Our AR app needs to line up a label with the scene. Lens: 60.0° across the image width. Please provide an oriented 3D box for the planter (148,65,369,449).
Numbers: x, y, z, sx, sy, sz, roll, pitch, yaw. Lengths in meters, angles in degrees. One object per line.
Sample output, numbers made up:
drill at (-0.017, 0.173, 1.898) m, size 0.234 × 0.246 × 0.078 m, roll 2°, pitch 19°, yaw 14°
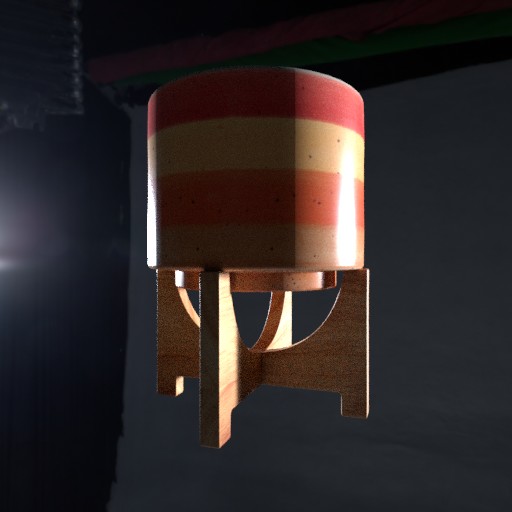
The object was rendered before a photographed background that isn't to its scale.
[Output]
planter at (0.000, 0.000, 0.403) m, size 0.199 × 0.268 × 0.199 m, roll 0°, pitch 0°, yaw 0°
